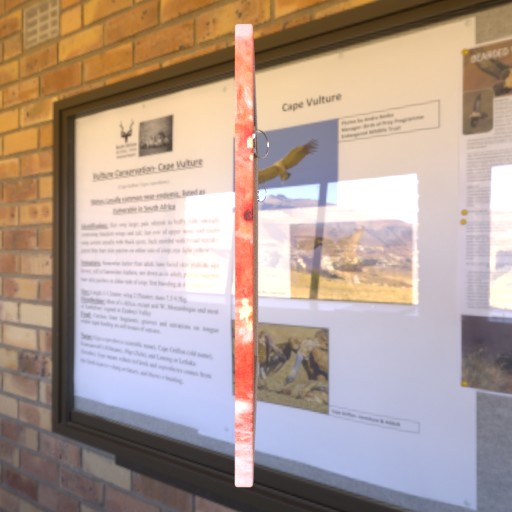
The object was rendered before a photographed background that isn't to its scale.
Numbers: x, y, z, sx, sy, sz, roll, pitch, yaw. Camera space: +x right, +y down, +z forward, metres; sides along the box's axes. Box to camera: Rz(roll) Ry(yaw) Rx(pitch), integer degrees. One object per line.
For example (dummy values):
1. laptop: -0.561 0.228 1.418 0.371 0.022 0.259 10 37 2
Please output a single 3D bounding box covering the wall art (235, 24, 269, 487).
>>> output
1. wall art: 0.000 0.000 1.276 0.066 0.878 0.878 0 0 1
